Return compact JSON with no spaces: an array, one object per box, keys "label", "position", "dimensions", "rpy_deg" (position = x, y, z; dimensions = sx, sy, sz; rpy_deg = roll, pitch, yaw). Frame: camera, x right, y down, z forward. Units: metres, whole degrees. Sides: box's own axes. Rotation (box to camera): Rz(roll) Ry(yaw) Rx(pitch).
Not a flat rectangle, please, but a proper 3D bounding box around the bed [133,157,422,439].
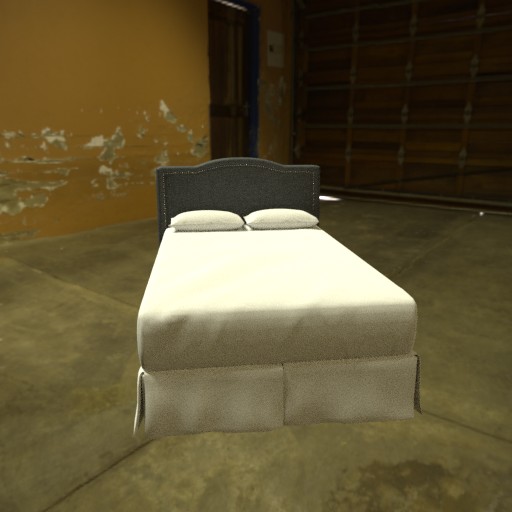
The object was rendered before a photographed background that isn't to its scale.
[{"label":"bed","position":[0.000,0.000,3.561],"dimensions":[1.747,1.441,2.507],"rpy_deg":[-2,15,-7]}]
